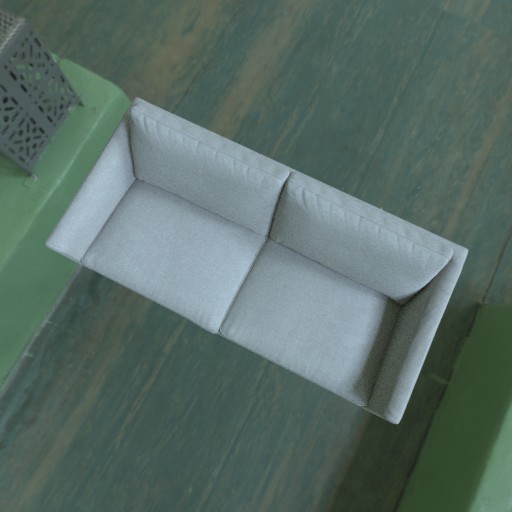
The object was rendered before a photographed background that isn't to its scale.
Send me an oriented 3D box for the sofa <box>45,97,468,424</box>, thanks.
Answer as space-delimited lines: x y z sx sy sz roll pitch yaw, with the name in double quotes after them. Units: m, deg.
0.000 0.000 2.789 2.588 0.838 1.090 26 78 6 "sofa"
